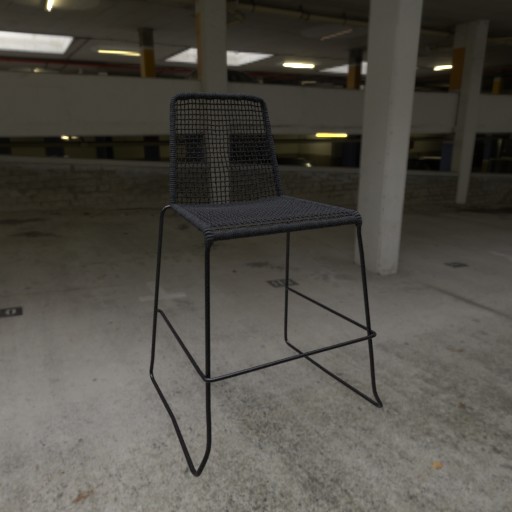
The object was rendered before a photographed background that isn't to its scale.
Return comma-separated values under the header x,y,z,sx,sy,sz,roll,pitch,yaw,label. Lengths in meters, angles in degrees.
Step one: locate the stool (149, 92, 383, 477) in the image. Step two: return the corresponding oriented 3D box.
x,y,z,sx,sy,sz,roll,pitch,yaw,label
0.000,0.000,1.265,0.590,0.905,0.509,-8,18,-27,stool
